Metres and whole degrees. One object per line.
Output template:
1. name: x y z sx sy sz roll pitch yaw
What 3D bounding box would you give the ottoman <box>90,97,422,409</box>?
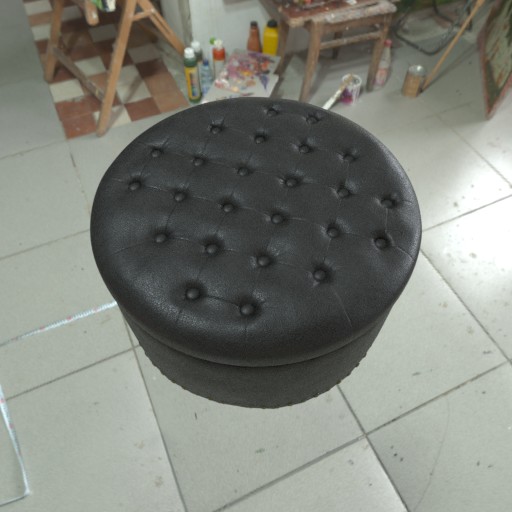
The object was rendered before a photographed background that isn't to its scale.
1. ottoman: 0.000 0.000 1.021 0.637 0.442 0.637 0 56 0
